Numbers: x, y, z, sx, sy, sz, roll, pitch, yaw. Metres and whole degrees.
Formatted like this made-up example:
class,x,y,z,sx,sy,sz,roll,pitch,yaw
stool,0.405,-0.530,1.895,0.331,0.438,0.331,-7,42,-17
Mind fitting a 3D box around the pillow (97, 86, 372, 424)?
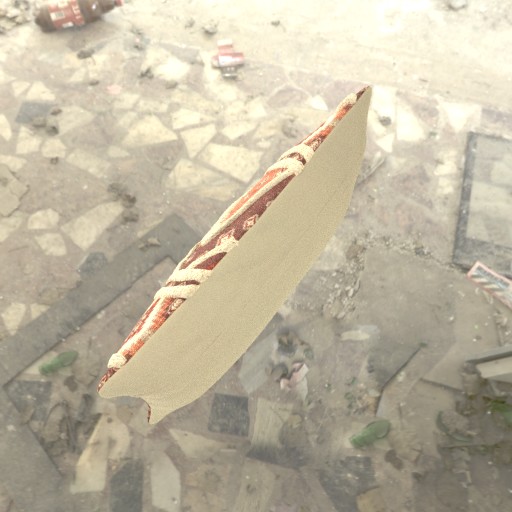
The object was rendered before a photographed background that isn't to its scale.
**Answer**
class,x,y,z,sx,sy,sz,roll,pitch,yaw
pillow,0.000,0.000,0.733,0.161,0.295,0.608,34,68,16
